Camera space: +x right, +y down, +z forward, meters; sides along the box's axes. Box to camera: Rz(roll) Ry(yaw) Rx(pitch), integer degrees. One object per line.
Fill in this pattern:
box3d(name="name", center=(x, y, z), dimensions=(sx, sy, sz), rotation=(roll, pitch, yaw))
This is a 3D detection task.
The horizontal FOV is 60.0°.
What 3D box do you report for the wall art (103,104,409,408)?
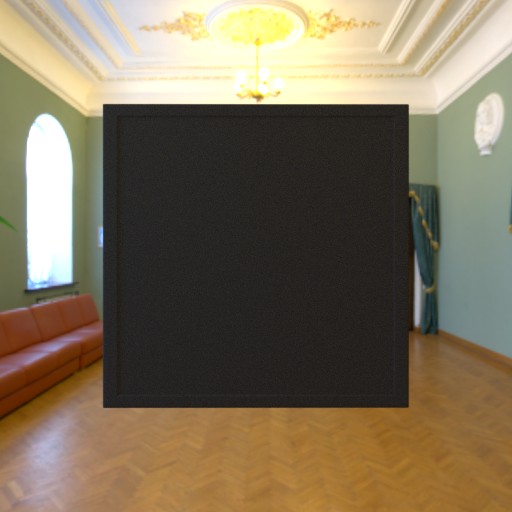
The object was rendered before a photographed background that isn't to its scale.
box3d(name="wall art", center=(0.000, 0.000, 0.820), dimensions=(0.562, 0.558, 0.012), rotation=(0, 0, 0))
